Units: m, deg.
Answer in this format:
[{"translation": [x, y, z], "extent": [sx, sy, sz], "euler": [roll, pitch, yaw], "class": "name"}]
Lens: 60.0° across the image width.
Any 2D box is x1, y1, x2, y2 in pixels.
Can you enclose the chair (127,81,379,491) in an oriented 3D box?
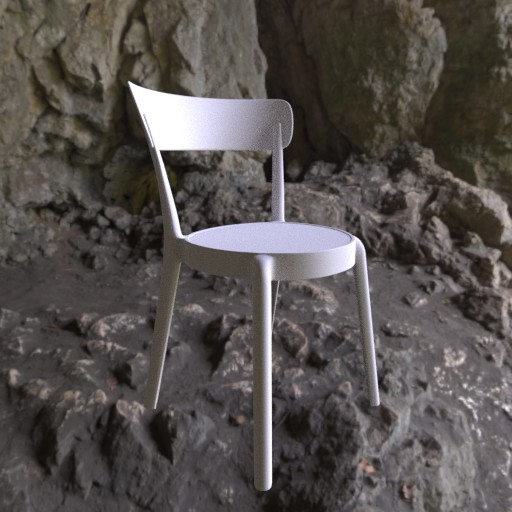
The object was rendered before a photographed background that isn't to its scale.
[{"translation": [0.000, 0.000, 1.091], "extent": [0.491, 0.790, 0.506], "euler": [13, 18, 43], "class": "chair"}]
